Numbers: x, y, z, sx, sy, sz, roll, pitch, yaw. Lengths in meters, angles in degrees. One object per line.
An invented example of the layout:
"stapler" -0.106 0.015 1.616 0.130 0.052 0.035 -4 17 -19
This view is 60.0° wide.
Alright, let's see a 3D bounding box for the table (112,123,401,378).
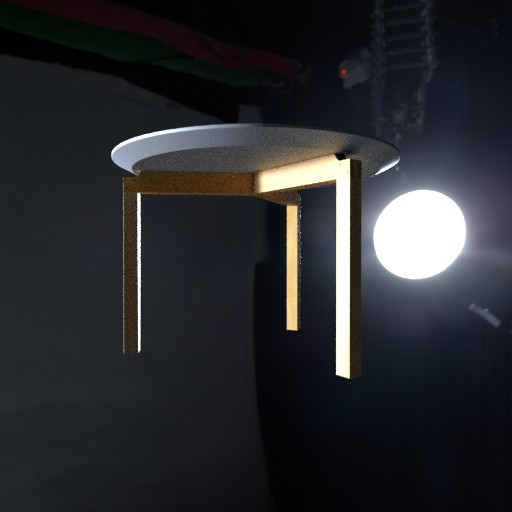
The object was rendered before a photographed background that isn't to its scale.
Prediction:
"table" 0.000 0.000 0.970 0.600 0.405 0.600 0 0 0
